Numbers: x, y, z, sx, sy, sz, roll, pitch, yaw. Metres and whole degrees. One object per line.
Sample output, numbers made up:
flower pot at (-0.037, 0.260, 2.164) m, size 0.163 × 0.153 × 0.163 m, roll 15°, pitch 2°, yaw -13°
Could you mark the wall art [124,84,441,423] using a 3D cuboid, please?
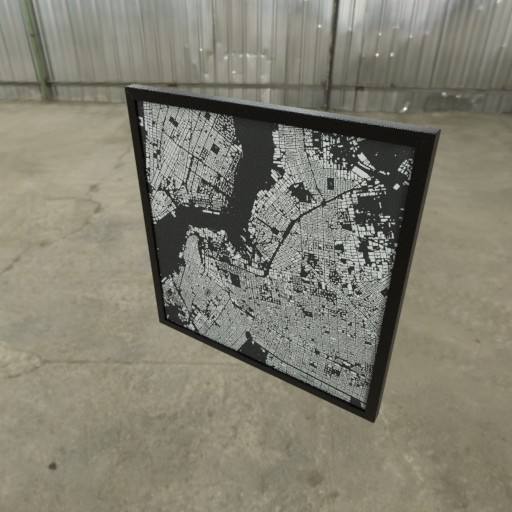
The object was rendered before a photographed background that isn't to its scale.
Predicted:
wall art at (0.000, 0.000, 1.144) m, size 0.755 × 0.761 × 0.038 m, roll 19°, pitch 36°, yaw 27°
